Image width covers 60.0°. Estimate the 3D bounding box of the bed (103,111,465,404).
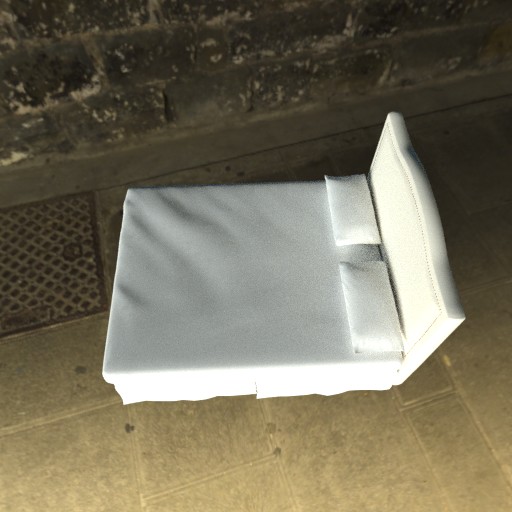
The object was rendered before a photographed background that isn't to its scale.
[{"bbox_3d":[0.000,0.000,3.423,2.282,1.436,1.821,-2,59,-1],"label":"bed"}]
